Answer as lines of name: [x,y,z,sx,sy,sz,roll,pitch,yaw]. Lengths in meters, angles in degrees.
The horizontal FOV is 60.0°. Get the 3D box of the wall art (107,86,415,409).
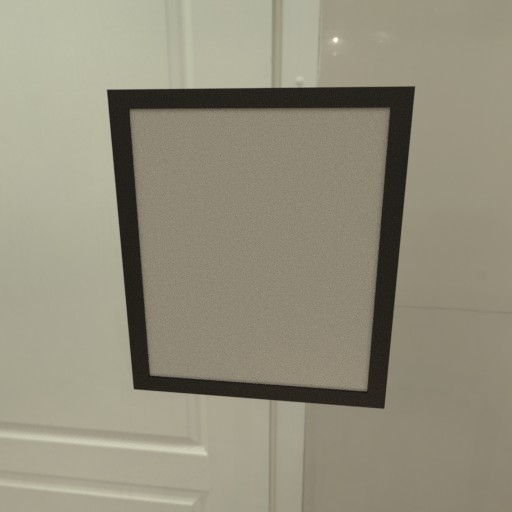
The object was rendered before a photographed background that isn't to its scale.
wall art: [0.000,0.000,0.539,0.330,0.381,0.029,2,17,7]
